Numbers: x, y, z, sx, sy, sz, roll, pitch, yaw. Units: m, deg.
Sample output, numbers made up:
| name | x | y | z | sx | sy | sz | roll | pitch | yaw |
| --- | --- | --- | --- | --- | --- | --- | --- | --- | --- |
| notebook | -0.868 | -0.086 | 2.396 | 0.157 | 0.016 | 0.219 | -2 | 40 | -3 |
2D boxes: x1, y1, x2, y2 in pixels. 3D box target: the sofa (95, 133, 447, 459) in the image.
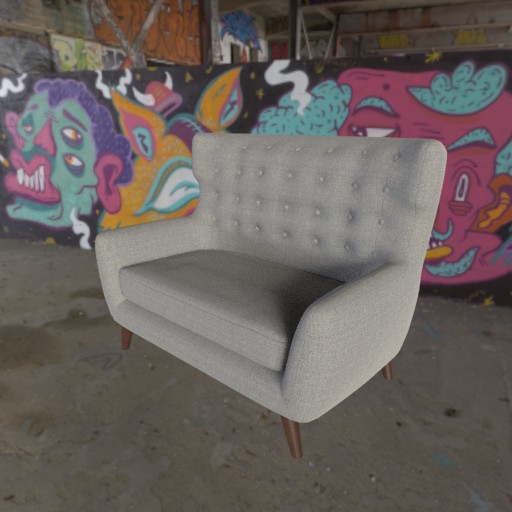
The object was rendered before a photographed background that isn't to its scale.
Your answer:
| name | x | y | z | sx | sy | sz | roll | pitch | yaw |
| --- | --- | --- | --- | --- | --- | --- | --- | --- | --- |
| sofa | 0.000 | 0.000 | 1.978 | 1.386 | 1.028 | 0.884 | 15 | 23 | 41 |
